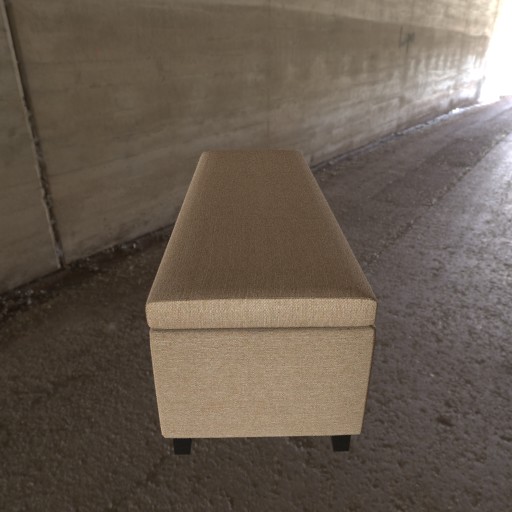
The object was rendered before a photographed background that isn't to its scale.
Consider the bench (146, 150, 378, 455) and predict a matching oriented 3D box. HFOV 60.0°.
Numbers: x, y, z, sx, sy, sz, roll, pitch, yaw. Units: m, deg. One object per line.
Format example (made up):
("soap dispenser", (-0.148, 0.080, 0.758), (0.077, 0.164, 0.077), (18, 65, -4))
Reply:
("bench", (0.000, 0.000, 1.464), (0.446, 0.438, 1.269), (-1, 26, -1))
